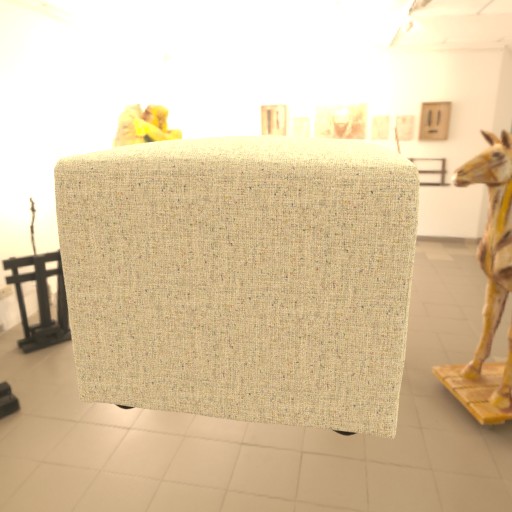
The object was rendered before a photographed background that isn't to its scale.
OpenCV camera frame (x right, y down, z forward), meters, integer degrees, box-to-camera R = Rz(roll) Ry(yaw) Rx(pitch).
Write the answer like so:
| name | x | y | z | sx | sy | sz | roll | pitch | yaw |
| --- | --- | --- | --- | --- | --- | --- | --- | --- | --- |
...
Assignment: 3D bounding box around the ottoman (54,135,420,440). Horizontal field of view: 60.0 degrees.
| name | x | y | z | sx | sy | sz | roll | pitch | yaw |
| --- | --- | --- | --- | --- | --- | --- | --- | --- | --- |
| ottoman | 0.000 | 0.000 | 0.867 | 0.512 | 0.453 | 0.521 | 3 | 17 | 10 |
